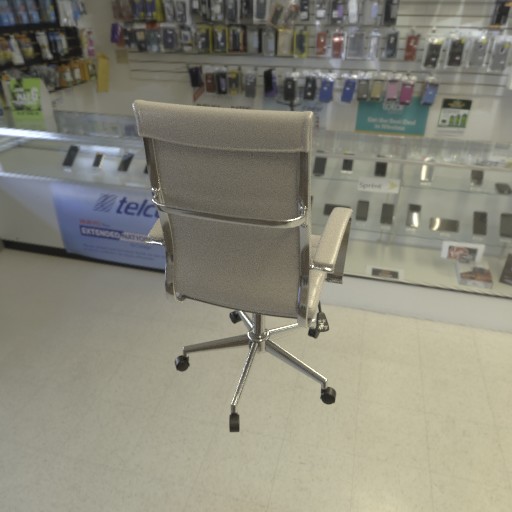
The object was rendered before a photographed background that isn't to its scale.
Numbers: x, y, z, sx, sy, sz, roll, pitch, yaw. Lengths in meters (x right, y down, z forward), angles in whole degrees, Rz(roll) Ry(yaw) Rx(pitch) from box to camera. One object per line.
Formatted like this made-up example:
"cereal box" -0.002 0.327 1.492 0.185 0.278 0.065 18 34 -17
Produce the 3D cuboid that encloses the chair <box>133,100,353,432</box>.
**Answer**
"chair" 0.000 0.000 1.564 0.679 1.149 0.667 9 32 14
